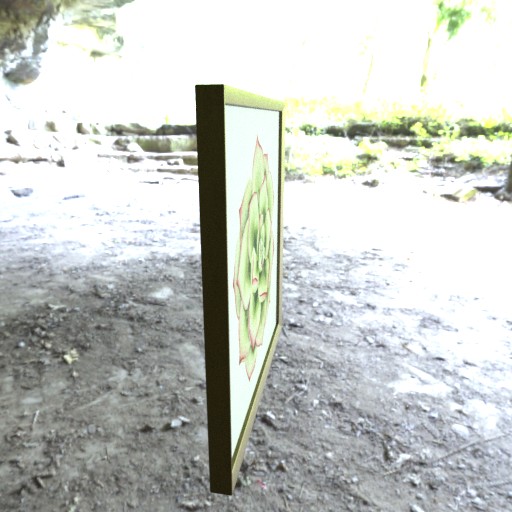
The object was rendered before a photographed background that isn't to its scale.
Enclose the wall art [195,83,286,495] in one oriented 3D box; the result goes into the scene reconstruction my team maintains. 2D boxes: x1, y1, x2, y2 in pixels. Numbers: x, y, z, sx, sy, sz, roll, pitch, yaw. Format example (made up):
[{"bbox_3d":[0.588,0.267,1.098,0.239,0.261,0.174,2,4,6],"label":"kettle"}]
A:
[{"bbox_3d":[0.000,0.000,0.746,0.031,0.506,0.503,3,17,10],"label":"wall art"}]
